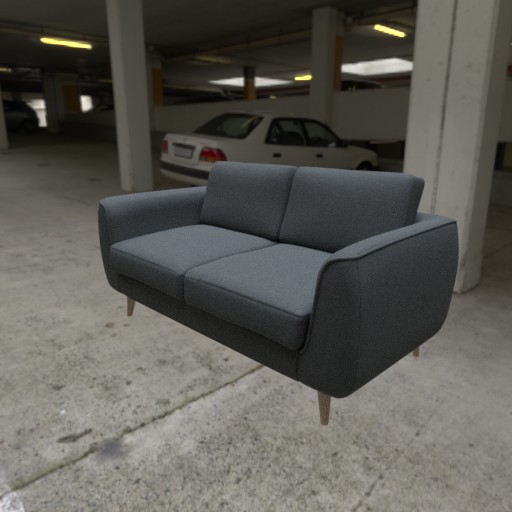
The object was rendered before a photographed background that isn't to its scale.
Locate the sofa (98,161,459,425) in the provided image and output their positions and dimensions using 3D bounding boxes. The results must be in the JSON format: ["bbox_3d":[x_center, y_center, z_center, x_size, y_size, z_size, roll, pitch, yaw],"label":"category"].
[{"bbox_3d":[0.000,0.000,2.204,0.920,0.850,1.700,-15,21,-43],"label":"sofa"}]
